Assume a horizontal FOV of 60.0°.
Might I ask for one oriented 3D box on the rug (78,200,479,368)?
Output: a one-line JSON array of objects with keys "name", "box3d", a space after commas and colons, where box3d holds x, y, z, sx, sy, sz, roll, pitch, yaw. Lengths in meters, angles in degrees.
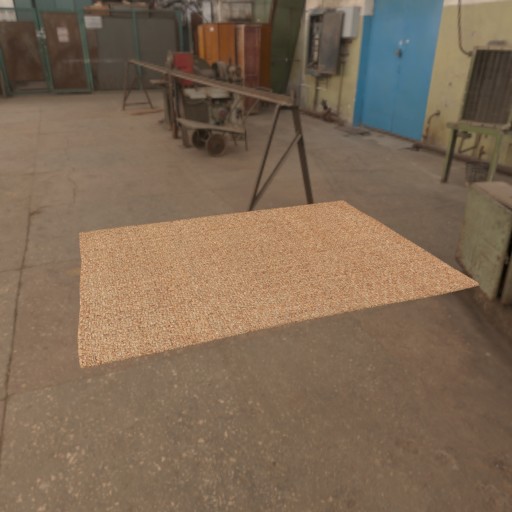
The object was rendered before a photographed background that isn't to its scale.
[{"name": "rug", "box3d": [0.000, 0.000, 2.831, 2.141, 0.013, 1.566, -9, 28, -18]}]
